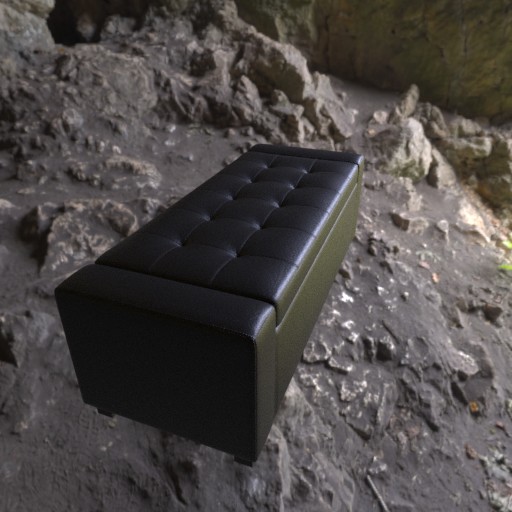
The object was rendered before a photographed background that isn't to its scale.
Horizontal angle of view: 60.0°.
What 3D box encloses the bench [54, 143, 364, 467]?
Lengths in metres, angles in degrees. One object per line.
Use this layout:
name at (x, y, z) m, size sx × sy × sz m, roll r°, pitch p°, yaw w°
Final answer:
bench at (0.000, 0.000, 1.552) m, size 0.508 × 0.445 × 1.296 m, roll 11°, pitch 31°, yaw 18°
